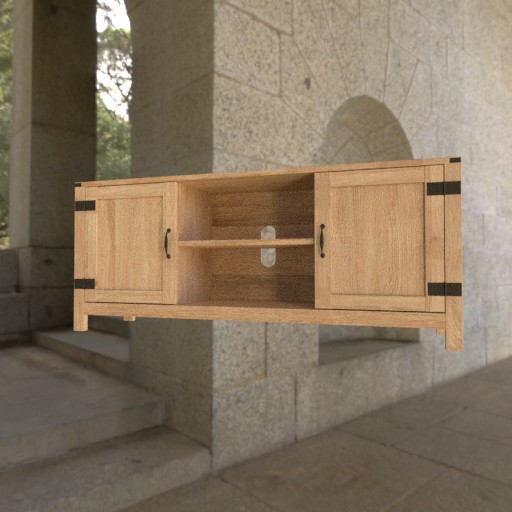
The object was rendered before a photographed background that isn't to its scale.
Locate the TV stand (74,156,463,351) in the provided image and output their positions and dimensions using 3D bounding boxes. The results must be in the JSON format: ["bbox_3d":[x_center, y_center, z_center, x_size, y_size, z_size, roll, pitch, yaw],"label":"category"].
[{"bbox_3d":[0.000,0.000,1.772,1.466,0.610,0.398,0,-1,18],"label":"TV stand"}]
